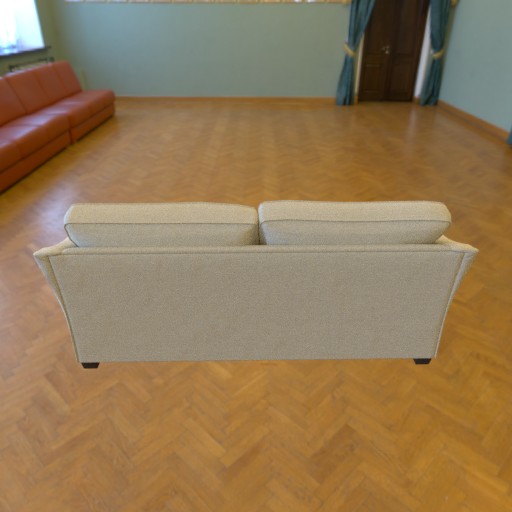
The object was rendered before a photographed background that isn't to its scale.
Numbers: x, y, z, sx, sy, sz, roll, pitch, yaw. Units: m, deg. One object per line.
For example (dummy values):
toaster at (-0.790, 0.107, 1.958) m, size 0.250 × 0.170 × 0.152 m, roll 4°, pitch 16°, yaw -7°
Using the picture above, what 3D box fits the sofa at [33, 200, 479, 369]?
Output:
sofa at (0.000, 0.000, 2.761) m, size 2.270 × 0.965 × 0.980 m, roll -1°, pitch 29°, yaw -1°
